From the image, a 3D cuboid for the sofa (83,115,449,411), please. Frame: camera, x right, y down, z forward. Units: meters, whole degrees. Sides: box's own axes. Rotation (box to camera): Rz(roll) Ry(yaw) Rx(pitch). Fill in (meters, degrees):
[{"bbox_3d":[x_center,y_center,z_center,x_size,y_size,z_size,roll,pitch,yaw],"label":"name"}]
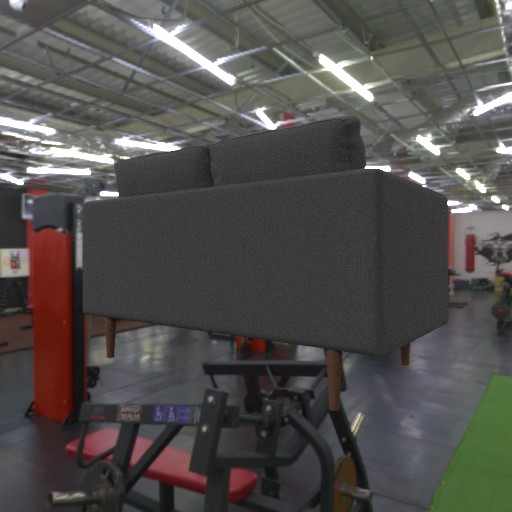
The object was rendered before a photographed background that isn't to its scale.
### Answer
[{"bbox_3d":[0.000,0.000,1.939,1.430,0.908,0.796,0,1,36],"label":"sofa"}]
